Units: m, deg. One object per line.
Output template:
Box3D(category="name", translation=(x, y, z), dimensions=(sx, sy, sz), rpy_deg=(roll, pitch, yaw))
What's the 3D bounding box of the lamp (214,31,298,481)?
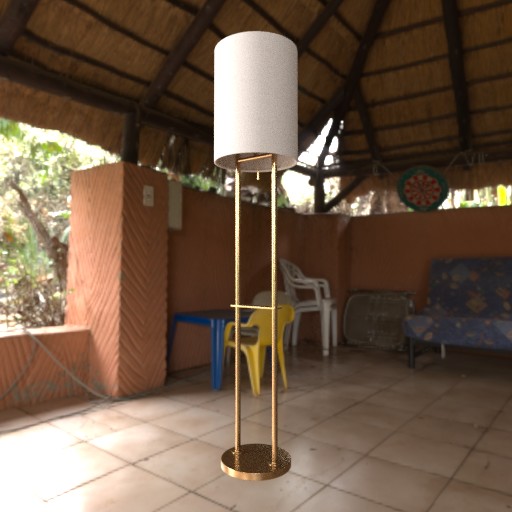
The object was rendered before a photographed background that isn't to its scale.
Box3D(category="lamp", translation=(0.000, 0.000, 1.616), dimensions=(0.306, 1.500, 0.305), rpy_deg=(-1, -2, 37))
